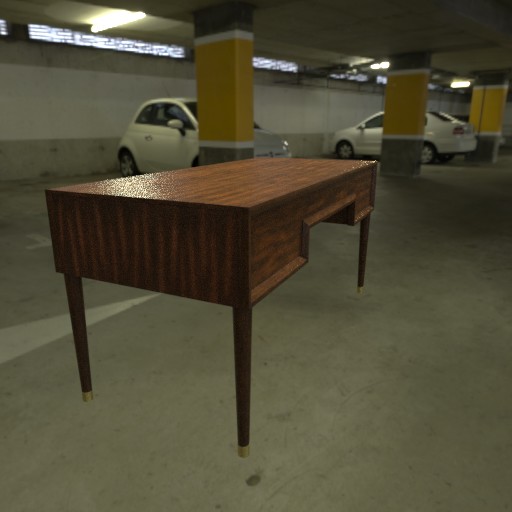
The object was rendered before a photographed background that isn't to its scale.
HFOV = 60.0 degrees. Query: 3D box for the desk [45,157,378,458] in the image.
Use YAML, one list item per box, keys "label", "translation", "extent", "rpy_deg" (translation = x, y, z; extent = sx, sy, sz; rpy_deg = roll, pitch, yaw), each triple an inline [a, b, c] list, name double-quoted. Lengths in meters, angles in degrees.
- label: "desk"
  translation: [0.000, 0.000, 2.019]
  extent: [0.724, 0.762, 1.575]
  rpy_deg: [8, 18, 25]
